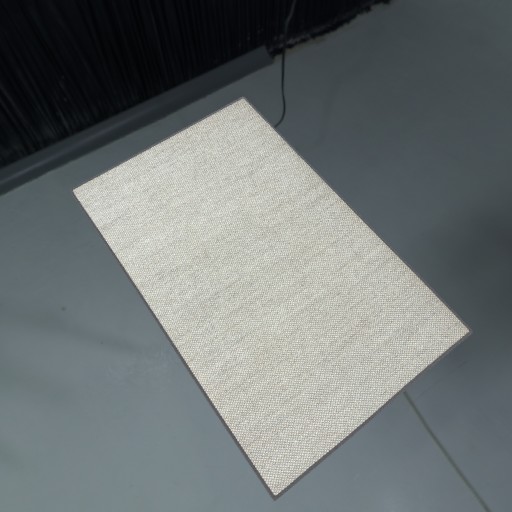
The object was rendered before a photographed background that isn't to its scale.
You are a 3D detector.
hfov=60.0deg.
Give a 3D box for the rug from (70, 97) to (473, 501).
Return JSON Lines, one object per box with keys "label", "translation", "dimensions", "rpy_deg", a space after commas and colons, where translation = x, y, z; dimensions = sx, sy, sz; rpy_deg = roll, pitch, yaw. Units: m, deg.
{"label": "rug", "translation": [0.000, 0.000, 2.035], "dimensions": [1.067, 0.013, 1.676], "rpy_deg": [-33, 69, -15]}
